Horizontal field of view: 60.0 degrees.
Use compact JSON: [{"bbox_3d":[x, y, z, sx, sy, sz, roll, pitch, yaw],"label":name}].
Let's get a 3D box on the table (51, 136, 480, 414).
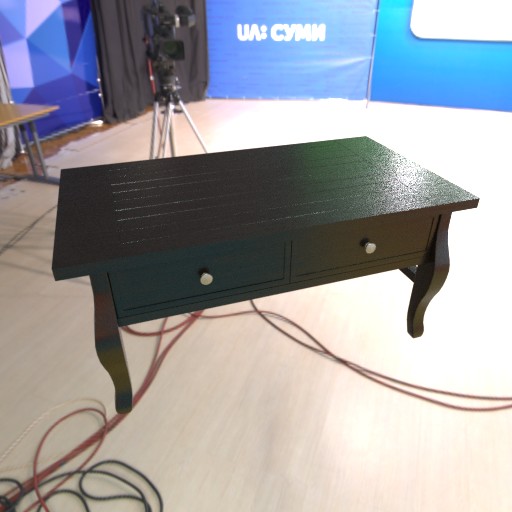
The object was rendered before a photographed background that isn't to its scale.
[{"bbox_3d":[0.000,0.000,1.396,1.062,0.494,0.600,-10,33,-16],"label":"table"}]
